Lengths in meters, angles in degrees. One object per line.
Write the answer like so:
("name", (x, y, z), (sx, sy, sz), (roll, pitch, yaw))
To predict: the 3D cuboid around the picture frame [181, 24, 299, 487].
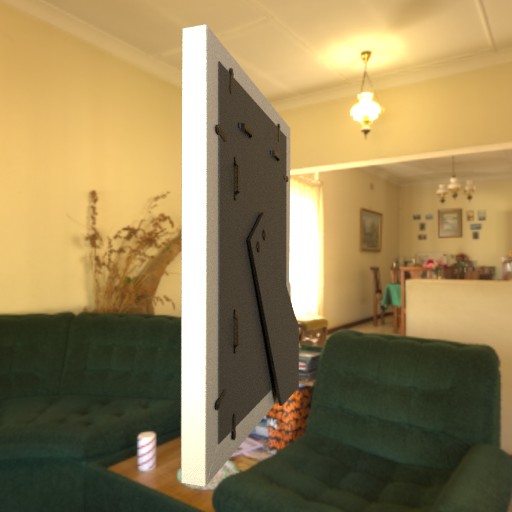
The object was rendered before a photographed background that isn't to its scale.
("picture frame", (0.000, 0.000, 0.517), (0.036, 0.386, 0.307), (0, -1, 18))
